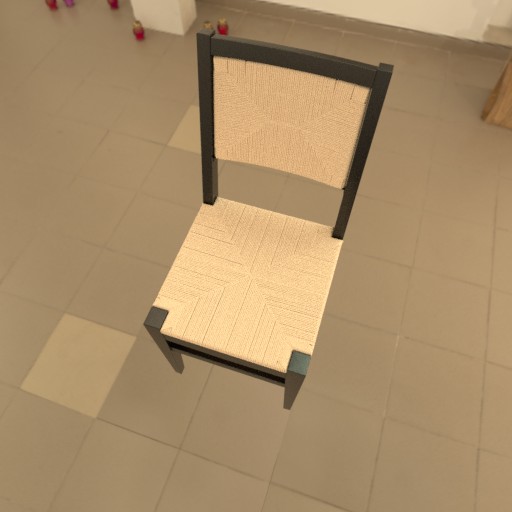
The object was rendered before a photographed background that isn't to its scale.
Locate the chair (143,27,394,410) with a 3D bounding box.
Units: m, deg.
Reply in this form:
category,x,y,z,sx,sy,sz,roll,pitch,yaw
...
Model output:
category,x,y,z,sx,sy,sz,roll,pitch,yaw
chair,0.000,0.000,1.220,0.437,0.927,0.552,16,60,9
